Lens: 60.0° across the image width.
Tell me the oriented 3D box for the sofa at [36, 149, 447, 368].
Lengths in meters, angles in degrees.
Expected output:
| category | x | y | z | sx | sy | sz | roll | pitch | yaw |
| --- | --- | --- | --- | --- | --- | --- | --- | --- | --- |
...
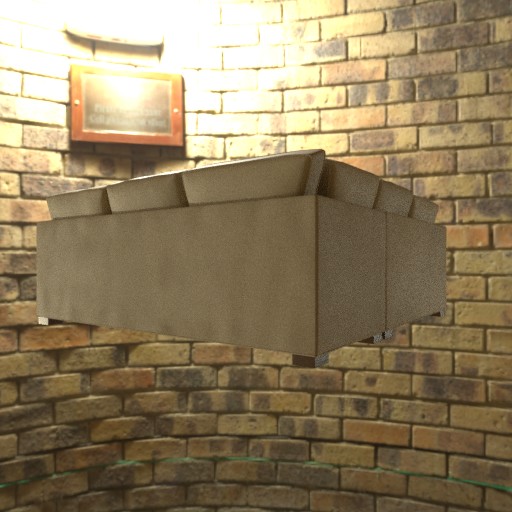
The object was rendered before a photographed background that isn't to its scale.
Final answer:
| category | x | y | z | sx | sy | sz | roll | pitch | yaw |
| --- | --- | --- | --- | --- | --- | --- | --- | --- | --- |
| sofa | 0.000 | 0.000 | 3.293 | 2.189 | 0.939 | 2.182 | 0 | -1 | 36 |
